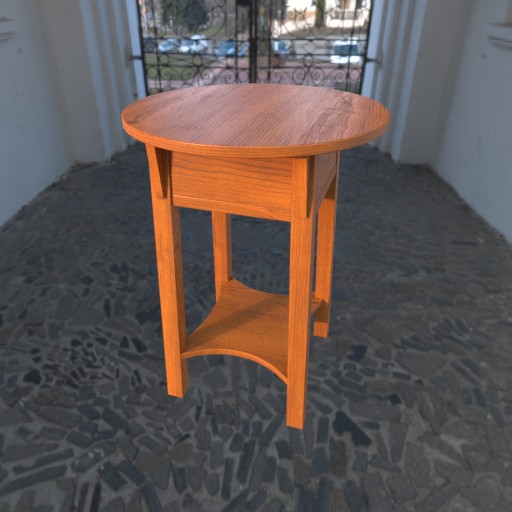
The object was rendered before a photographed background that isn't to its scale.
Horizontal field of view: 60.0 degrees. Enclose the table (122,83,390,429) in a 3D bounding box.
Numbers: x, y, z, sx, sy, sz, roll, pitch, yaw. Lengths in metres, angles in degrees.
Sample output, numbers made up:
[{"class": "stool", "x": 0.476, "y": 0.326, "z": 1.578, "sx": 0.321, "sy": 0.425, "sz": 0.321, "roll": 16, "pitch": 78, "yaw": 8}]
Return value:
[{"class": "table", "x": 0.000, "y": 0.000, "z": 0.935, "sx": 0.457, "sy": 0.610, "sz": 0.457, "roll": 0, "pitch": 31, "yaw": 0}]
